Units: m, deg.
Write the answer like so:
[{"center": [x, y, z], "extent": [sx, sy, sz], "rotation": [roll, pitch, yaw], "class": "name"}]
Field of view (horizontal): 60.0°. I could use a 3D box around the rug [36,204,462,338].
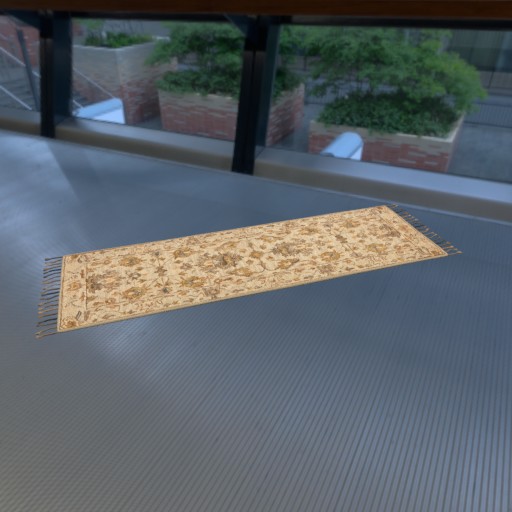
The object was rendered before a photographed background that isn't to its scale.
[{"center": [0.000, 0.000, 2.694], "extent": [2.438, 0.021, 0.729], "rotation": [-10, 34, -15], "class": "rug"}]
